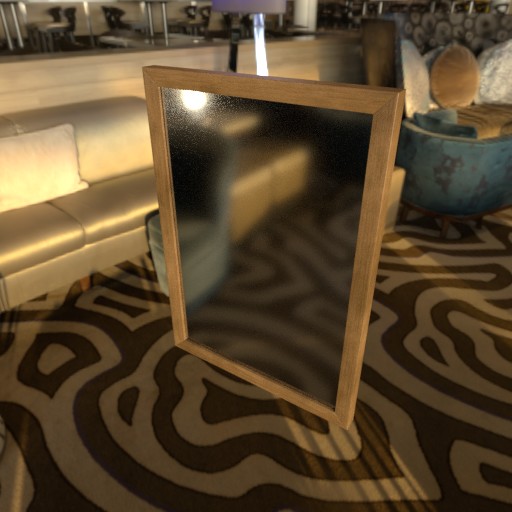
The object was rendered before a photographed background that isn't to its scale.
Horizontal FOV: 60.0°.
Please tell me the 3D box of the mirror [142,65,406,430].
[{"bbox_3d":[0.000,0.000,0.936,0.507,0.710,0.040,18,35,28],"label":"mirror"}]
